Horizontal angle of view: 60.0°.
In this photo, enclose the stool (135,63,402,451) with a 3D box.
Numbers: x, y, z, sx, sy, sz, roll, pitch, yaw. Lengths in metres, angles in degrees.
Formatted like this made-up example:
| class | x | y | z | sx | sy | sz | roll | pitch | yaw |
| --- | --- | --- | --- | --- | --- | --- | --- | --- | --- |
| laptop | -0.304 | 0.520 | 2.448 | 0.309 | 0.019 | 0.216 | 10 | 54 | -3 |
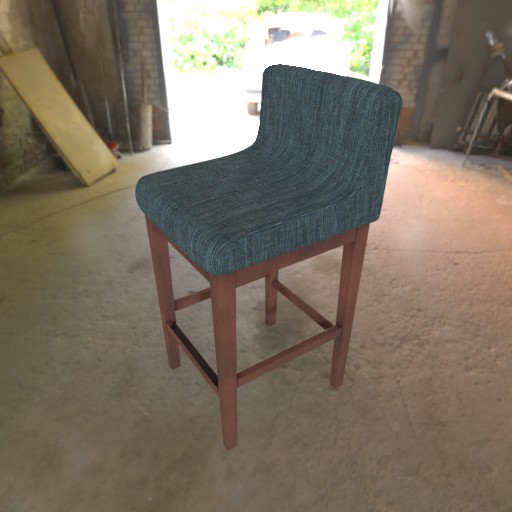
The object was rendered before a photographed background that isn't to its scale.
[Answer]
| class | x | y | z | sx | sy | sz | roll | pitch | yaw |
| --- | --- | --- | --- | --- | --- | --- | --- | --- | --- |
| stool | 0.000 | 0.000 | 1.116 | 0.459 | 0.835 | 0.395 | -19 | 37 | -28 |
